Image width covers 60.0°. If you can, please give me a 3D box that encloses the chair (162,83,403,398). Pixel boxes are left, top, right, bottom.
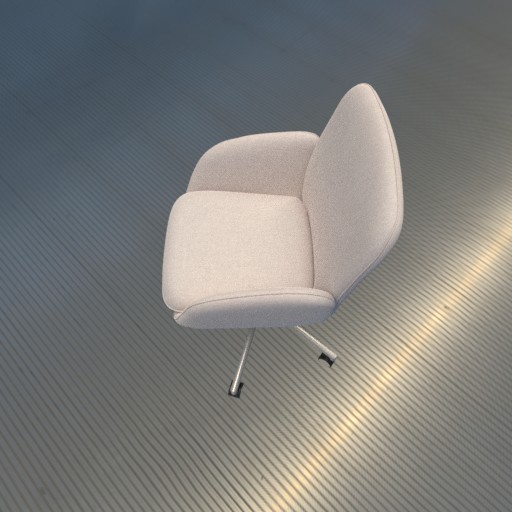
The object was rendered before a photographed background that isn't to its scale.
[{"bbox_3d":[0.000,0.000,1.378,0.633,0.959,0.648,-1,59,0],"label":"chair"}]
